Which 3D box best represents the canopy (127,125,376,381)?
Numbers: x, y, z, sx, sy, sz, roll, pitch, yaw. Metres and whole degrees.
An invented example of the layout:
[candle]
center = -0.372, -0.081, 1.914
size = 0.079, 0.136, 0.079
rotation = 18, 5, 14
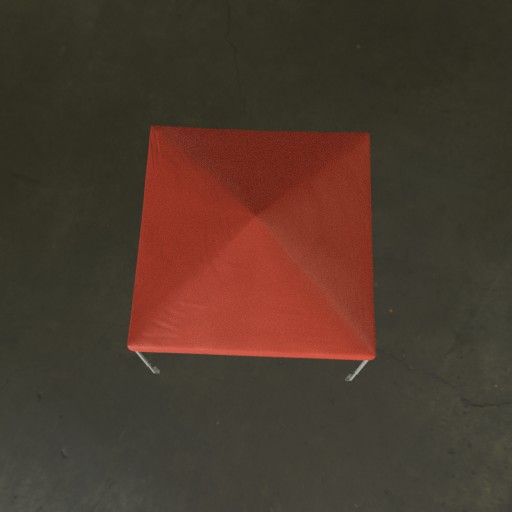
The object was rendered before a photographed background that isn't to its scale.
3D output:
[canopy]
center = 0.000, 0.000, 5.341
size = 2.849, 2.850, 2.850
rotation = 2, 75, 1
